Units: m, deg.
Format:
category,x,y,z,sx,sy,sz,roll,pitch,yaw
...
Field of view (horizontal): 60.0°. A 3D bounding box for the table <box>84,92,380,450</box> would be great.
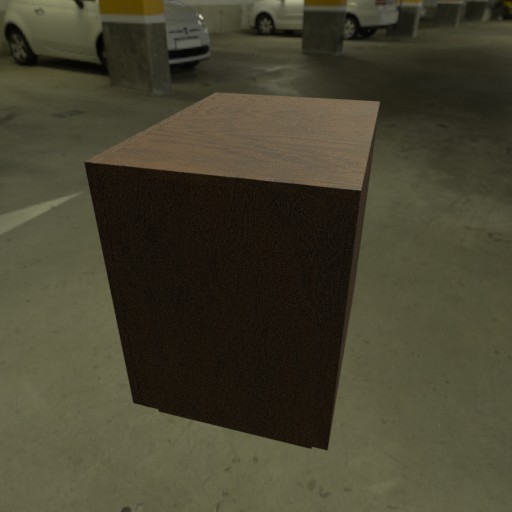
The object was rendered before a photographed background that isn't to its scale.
category,x,y,z,sx,sy,sz,roll,pitch,yaw
table,0.000,0.000,0.996,0.439,0.585,0.560,8,32,14
